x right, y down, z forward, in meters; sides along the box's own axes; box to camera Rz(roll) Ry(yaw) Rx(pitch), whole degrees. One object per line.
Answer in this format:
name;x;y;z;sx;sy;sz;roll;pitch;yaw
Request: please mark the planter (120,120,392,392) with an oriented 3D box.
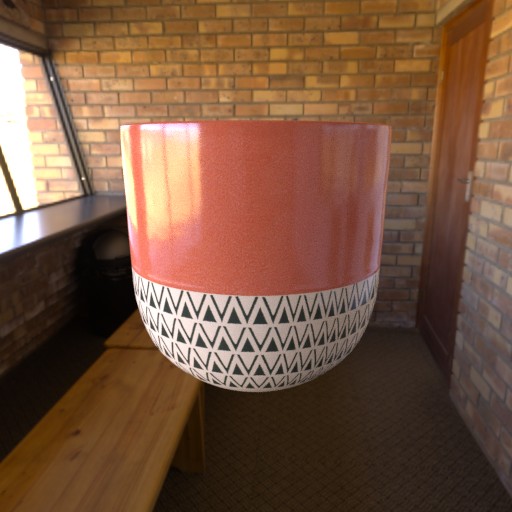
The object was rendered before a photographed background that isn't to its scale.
planter;0.000;0.000;0.484;0.266;0.270;0.266;0;14;0
